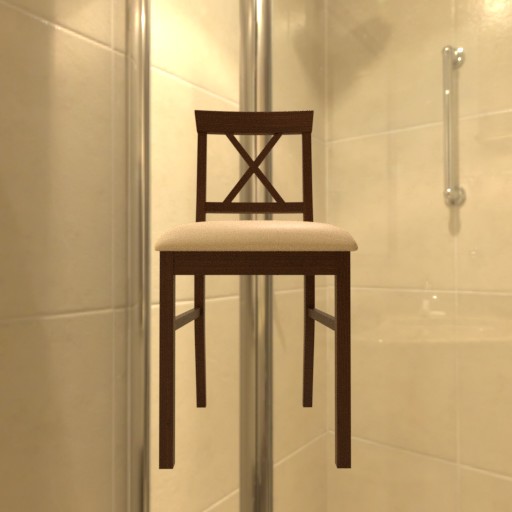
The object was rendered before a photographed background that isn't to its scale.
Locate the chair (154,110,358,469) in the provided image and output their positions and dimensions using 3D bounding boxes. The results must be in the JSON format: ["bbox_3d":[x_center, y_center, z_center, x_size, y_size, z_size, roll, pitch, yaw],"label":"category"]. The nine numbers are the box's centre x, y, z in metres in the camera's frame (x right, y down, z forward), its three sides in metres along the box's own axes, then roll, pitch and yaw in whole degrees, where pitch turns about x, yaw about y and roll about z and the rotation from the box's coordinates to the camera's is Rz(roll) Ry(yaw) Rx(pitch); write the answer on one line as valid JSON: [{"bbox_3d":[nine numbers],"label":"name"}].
[{"bbox_3d":[0.000,0.000,1.160,0.440,0.913,0.480,0,-1,0],"label":"chair"}]
